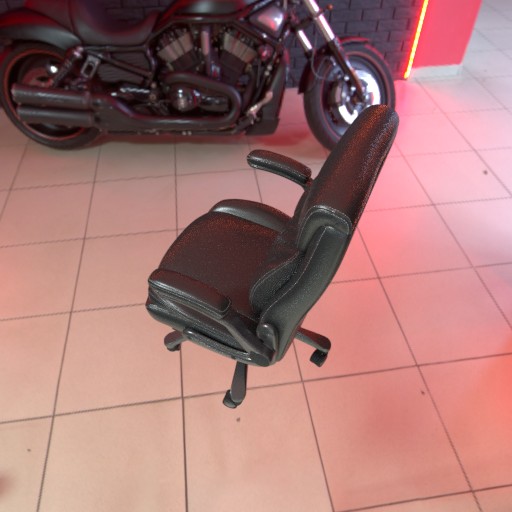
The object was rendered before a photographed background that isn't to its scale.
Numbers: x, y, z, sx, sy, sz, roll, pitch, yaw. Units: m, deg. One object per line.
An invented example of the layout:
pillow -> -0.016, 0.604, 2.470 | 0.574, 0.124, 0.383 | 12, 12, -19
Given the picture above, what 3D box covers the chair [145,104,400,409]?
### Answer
chair -> 0.000, 0.000, 1.625 | 0.724, 1.110, 0.782 | 18, 49, 16
